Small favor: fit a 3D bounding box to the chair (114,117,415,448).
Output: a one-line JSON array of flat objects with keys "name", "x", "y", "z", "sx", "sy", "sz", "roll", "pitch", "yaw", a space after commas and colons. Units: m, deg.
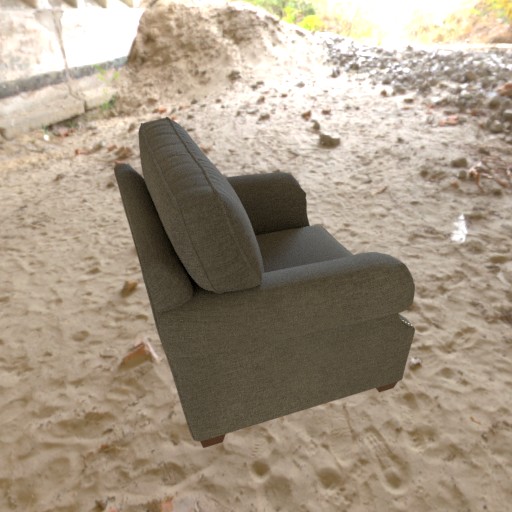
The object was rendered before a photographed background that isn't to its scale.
[{"name": "chair", "x": 0.000, "y": 0.000, "z": 1.812, "sx": 0.965, "sy": 0.961, "sz": 1.092, "roll": -10, "pitch": 31, "yaw": -17}]
